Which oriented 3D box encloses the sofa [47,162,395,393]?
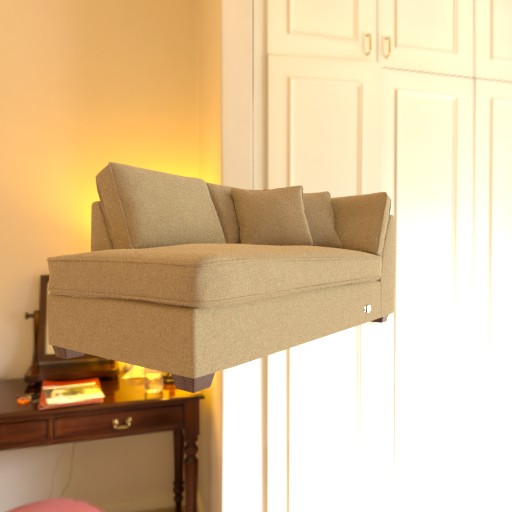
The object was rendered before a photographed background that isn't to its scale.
[{"bbox_3d":[0.000,0.000,2.853,1.110,1.033,2.237,1,1,37],"label":"sofa"}]
